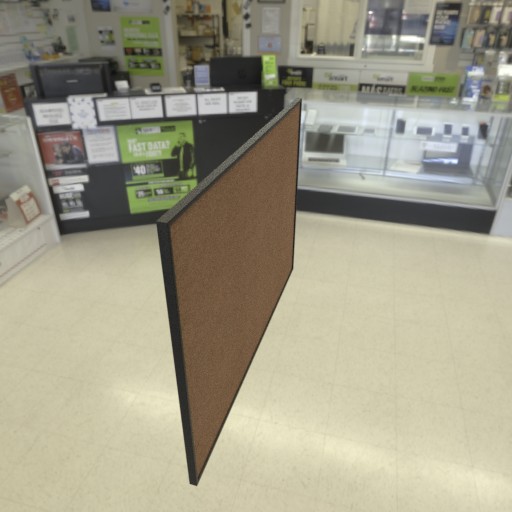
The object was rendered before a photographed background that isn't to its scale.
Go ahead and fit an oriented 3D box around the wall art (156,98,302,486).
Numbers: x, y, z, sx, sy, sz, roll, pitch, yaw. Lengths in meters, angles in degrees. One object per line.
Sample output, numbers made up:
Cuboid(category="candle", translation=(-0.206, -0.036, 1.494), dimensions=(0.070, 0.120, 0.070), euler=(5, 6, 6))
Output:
Cuboid(category="wall art", translation=(0.000, 0.000, 1.226), dimensions=(0.019, 0.660, 0.957), euler=(9, 32, 15))
